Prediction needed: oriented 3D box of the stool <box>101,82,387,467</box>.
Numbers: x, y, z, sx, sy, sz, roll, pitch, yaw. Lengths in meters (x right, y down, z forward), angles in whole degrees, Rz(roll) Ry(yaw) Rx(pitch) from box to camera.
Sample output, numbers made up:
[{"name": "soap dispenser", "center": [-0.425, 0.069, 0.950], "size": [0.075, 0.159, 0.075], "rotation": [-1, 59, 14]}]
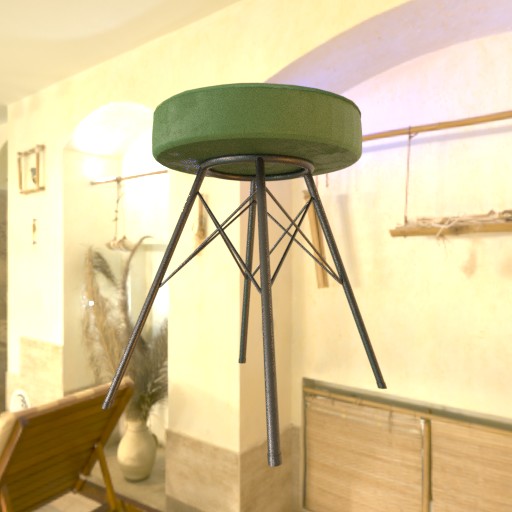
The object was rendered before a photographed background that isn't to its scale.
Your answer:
[{"name": "stool", "center": [0.000, 0.000, 0.927], "size": [0.430, 0.595, 0.457], "rotation": [0, 1, 36]}]
